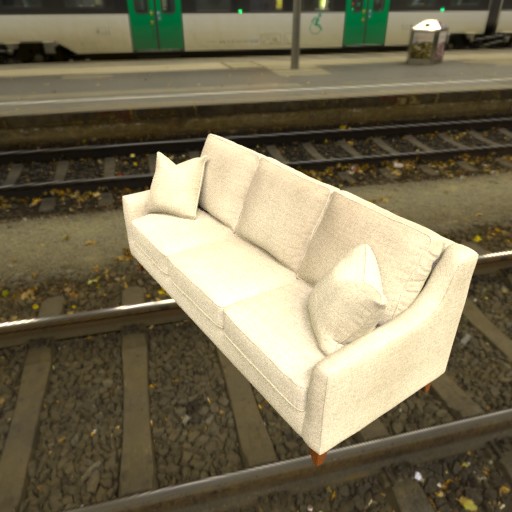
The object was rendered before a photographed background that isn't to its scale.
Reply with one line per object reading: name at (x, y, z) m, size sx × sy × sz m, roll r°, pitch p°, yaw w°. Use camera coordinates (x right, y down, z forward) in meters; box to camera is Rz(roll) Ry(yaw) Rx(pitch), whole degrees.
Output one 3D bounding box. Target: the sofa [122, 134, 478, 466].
sofa at (0.000, 0.000, 2.509) m, size 0.865 × 0.914 × 2.031 m, roll -20°, pitch 36°, yaw -30°
